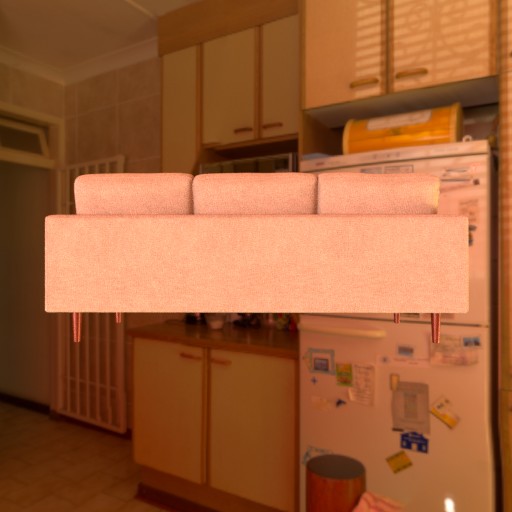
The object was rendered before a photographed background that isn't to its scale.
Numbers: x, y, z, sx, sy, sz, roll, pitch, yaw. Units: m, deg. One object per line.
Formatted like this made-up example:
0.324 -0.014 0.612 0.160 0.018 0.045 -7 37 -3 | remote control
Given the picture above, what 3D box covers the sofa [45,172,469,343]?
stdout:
0.000 0.000 2.755 2.246 0.930 0.903 0 0 1 | sofa
